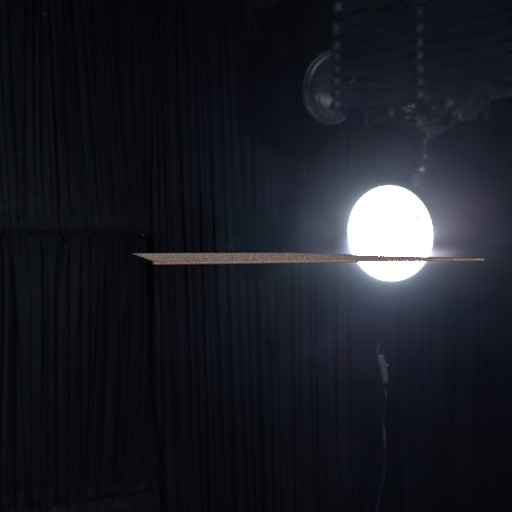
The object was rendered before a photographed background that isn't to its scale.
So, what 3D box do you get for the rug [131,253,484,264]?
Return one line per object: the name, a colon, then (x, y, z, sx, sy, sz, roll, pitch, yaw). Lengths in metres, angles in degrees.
rug: (0.000, 0.000, 2.931, 1.524, 0.011, 2.286, 0, 1, -18)
